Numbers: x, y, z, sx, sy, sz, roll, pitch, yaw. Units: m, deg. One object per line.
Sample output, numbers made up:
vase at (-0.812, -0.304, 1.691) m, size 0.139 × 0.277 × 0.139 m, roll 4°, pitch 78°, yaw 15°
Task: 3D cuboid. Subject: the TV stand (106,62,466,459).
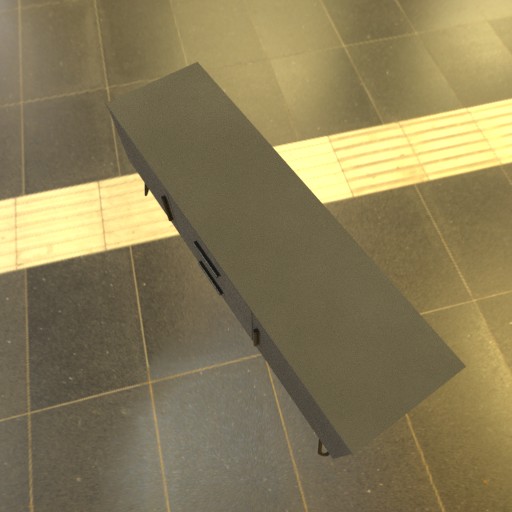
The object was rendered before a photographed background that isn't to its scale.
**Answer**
TV stand at (0.000, 0.000, 1.635) m, size 0.400 × 0.560 × 1.400 m, roll -31°, pitch 67°, yaw -15°
